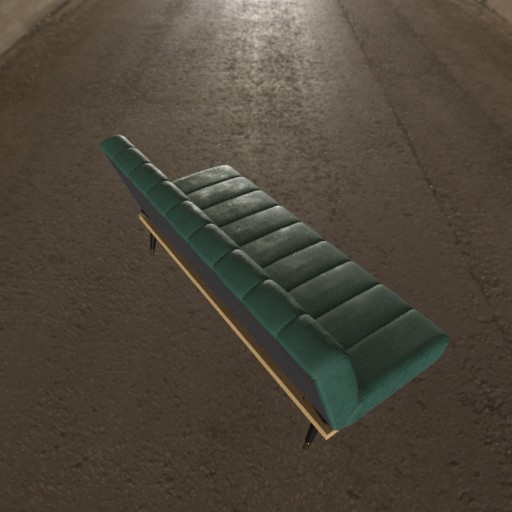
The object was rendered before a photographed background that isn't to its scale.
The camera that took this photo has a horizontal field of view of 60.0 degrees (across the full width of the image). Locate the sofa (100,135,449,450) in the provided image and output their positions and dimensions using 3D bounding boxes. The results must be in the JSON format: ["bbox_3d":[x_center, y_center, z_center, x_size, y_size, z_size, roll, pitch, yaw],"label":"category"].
[{"bbox_3d":[0.000,0.000,2.273,0.830,0.820,1.810,-25,47,-26],"label":"sofa"}]
